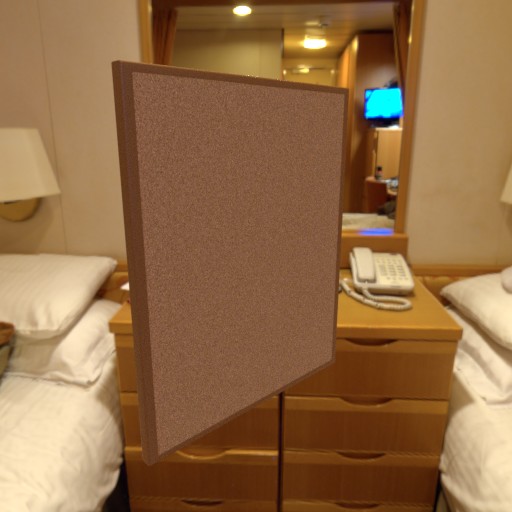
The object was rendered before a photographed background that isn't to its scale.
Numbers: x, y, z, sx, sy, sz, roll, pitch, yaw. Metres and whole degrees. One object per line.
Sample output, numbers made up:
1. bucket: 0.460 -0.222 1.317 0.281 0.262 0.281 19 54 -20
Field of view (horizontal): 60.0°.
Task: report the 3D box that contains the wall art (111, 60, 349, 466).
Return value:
1. wall art: 0.000 0.000 0.504 0.310 0.379 0.015 -14 21 -42
